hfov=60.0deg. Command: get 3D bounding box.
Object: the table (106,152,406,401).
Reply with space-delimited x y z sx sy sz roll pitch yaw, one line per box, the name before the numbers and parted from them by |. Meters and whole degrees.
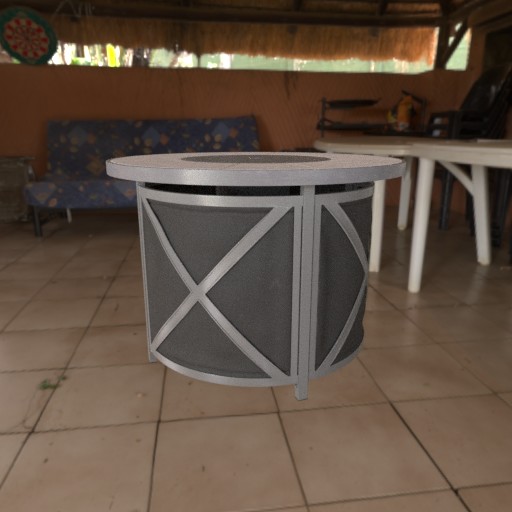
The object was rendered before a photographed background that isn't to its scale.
table | 0.000 0.000 1.507 0.914 0.650 0.914 0 16 0
